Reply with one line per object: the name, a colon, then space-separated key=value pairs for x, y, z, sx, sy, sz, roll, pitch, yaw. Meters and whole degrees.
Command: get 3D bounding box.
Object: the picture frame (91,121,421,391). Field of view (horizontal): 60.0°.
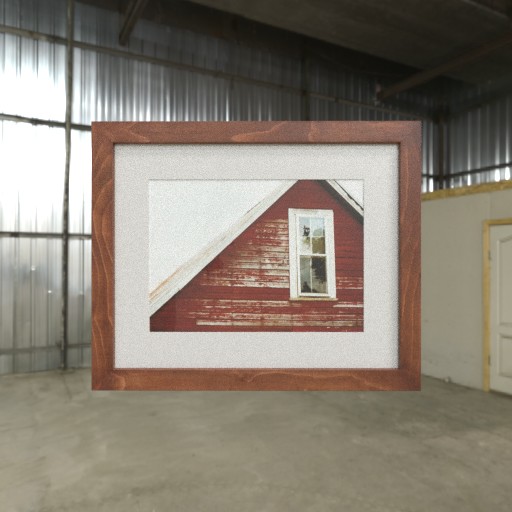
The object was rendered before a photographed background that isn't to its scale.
picture frame: x=0.000 y=0.000 z=0.764 sx=0.559 sy=0.457 sz=0.025 roll=0 pitch=0 yaw=0
